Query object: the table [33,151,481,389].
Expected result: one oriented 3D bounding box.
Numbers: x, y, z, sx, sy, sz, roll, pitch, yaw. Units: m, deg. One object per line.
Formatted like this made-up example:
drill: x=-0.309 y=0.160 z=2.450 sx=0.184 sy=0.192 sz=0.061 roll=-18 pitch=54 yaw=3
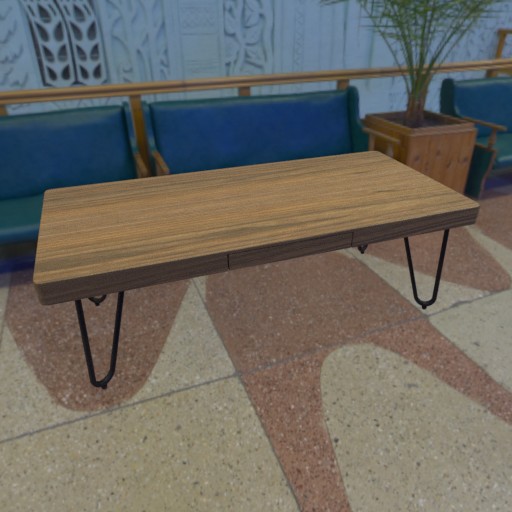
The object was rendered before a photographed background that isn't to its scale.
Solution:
table: x=0.000 y=0.000 z=1.641 sx=1.375 sy=0.468 sz=0.637 roll=-10 pitch=32 yaw=-17
